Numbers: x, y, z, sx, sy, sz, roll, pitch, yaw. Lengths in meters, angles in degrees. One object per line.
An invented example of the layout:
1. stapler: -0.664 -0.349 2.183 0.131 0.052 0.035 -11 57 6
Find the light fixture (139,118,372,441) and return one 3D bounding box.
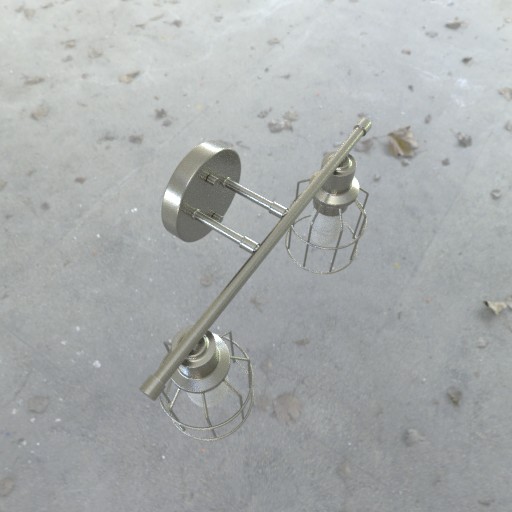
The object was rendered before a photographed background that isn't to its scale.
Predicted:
1. light fixture: 0.000 0.000 0.534 0.165 0.254 0.406 30 63 17
